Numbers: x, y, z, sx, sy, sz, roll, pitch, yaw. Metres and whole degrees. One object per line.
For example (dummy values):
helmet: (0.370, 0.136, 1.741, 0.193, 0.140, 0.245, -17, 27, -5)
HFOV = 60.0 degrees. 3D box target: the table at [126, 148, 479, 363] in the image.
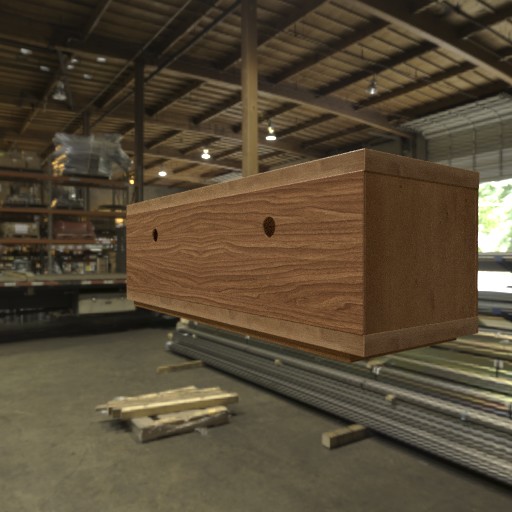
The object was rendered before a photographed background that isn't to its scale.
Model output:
table: (0.000, 0.000, 1.736, 0.499, 0.491, 1.499, 0, 1, -36)
